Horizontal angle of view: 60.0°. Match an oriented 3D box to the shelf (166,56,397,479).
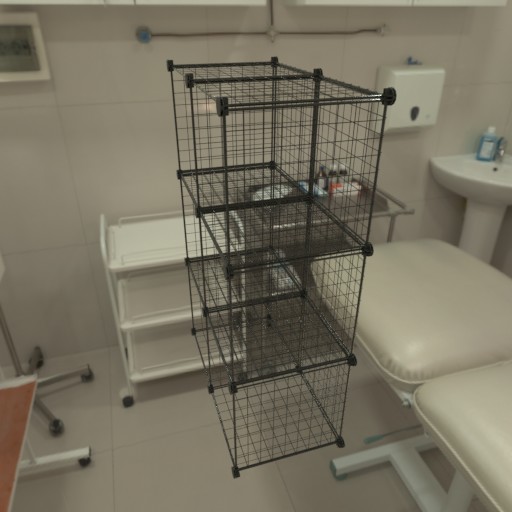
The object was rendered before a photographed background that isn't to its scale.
[{"bbox_3d":[0.000,0.000,1.373,0.356,1.067,0.711,-9,30,-15],"label":"shelf"}]
